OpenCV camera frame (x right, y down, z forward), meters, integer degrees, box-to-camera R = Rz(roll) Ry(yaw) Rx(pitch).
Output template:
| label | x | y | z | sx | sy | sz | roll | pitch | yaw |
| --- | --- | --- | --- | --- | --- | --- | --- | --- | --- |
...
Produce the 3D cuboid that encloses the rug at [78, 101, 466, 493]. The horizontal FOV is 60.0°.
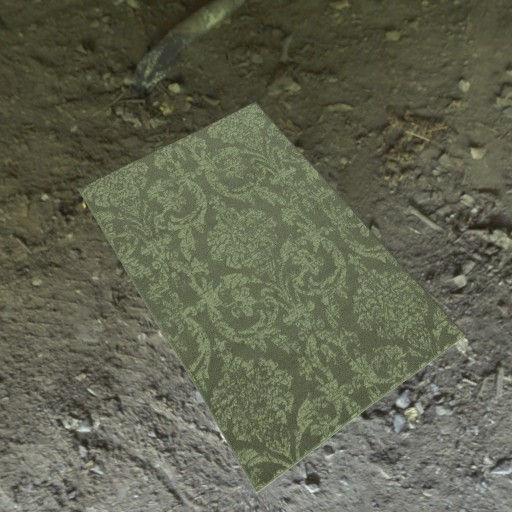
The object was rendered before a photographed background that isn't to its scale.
| label | x | y | z | sx | sy | sz | roll | pitch | yaw |
| --- | --- | --- | --- | --- | --- | --- | --- | --- | --- |
| rug | 0.000 | 0.000 | 2.313 | 1.206 | 0.012 | 1.824 | -31 | 67 | -14 |
